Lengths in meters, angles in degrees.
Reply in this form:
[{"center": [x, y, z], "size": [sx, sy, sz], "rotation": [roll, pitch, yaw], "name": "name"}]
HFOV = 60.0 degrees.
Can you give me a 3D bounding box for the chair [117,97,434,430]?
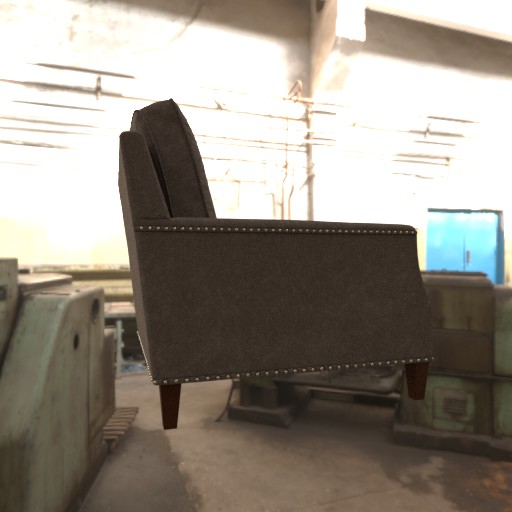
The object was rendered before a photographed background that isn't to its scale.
[{"center": [0.000, 0.000, 1.707], "size": [1.014, 0.948, 0.853], "rotation": [0, 0, -18], "name": "chair"}]
